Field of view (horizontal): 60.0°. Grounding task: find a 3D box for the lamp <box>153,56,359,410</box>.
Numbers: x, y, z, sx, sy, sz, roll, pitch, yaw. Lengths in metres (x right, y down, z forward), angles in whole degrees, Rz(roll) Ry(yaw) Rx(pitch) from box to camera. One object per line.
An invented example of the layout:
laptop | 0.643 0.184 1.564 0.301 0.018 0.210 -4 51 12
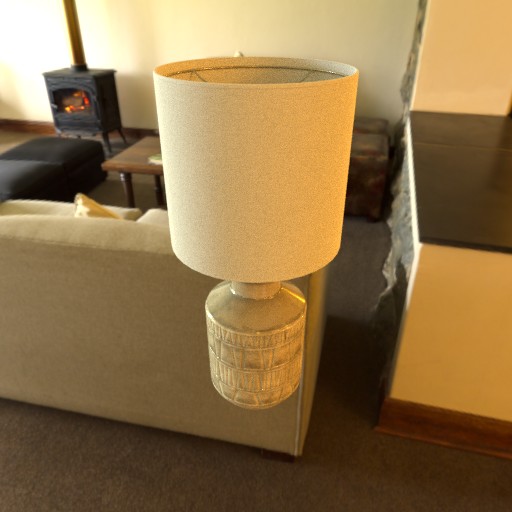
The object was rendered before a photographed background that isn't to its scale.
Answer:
lamp | 0.000 0.000 0.577 0.211 0.455 0.211 -18 35 -29
